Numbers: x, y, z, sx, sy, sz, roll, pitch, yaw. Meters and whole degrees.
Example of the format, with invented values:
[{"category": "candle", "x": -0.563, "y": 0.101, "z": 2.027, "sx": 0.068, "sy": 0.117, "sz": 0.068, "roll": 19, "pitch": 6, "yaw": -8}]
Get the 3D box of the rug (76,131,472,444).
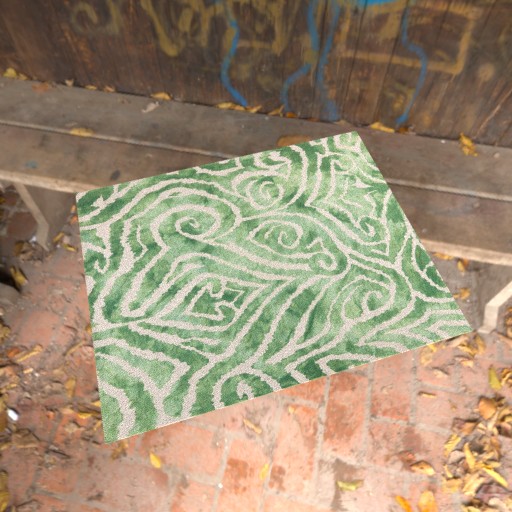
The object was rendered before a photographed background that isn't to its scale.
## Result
[{"category": "rug", "x": 0.000, "y": 0.000, "z": 4.075, "sx": 3.045, "sy": 0.007, "sz": 2.436, "roll": -15, "pitch": 60, "yaw": -8}]
